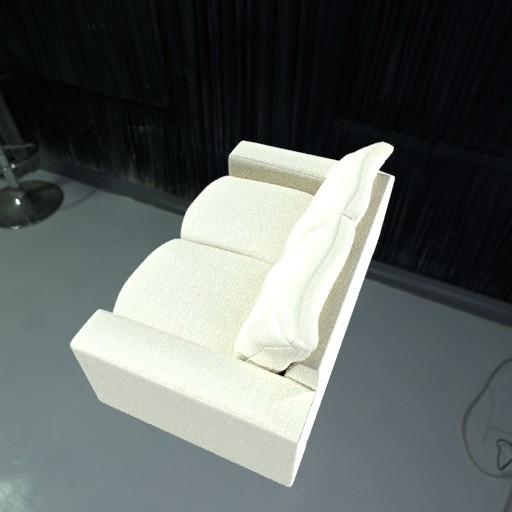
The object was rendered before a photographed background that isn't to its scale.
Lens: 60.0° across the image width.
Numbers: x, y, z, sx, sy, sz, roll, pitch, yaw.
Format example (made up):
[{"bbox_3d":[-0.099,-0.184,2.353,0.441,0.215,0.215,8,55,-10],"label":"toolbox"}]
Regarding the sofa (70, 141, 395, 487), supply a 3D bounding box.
[{"bbox_3d":[0.000,0.000,2.350,1.091,0.875,1.754,17,48,16],"label":"sofa"}]
